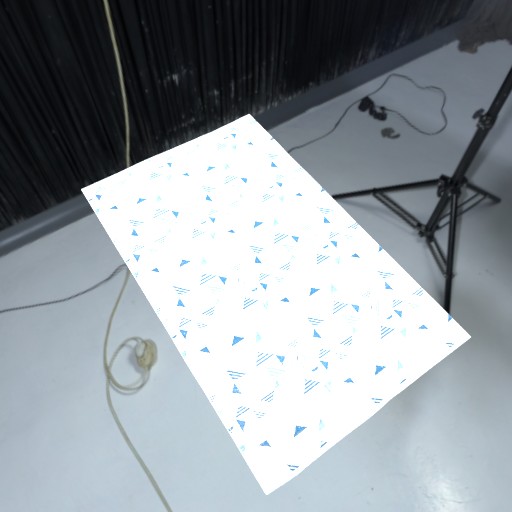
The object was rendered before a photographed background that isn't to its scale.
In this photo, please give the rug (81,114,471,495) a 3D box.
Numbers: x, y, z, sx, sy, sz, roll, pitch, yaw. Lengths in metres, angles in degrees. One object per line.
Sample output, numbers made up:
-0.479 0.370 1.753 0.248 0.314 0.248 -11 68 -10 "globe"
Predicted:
0.000 0.000 3.007 1.512 0.009 2.457 -30 62 -18 "rug"
